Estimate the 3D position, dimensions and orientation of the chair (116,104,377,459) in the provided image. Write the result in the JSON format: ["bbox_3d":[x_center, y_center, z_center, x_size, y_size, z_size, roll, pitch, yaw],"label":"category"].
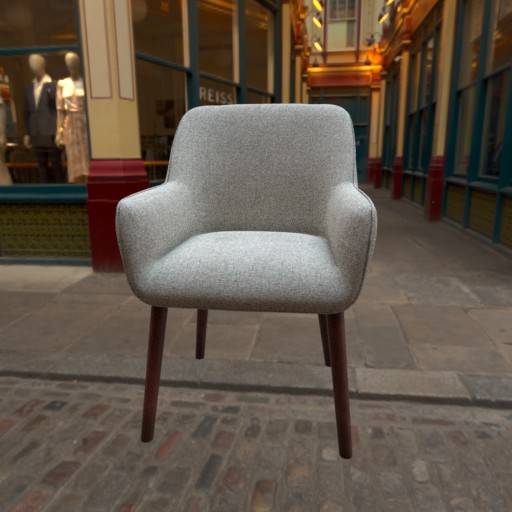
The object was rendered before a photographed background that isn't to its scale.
[{"bbox_3d":[0.000,0.000,1.163,0.543,0.803,0.519,2,13,7],"label":"chair"}]
